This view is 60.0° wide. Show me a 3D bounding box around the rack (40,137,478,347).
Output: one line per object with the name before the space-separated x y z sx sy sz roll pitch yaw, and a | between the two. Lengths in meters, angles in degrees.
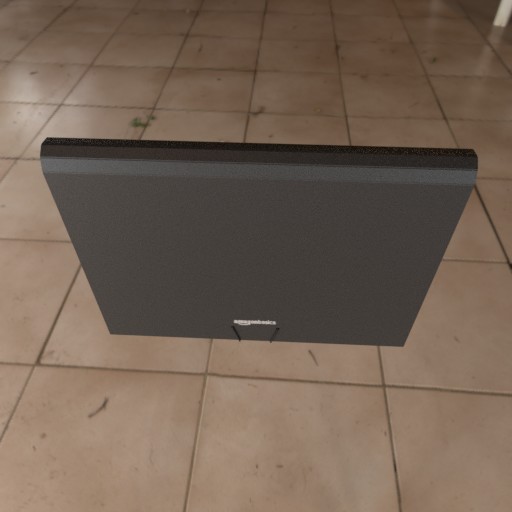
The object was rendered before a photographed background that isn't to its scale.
rack | 0.000 0.000 0.425 0.330 0.241 0.041 2 47 2
